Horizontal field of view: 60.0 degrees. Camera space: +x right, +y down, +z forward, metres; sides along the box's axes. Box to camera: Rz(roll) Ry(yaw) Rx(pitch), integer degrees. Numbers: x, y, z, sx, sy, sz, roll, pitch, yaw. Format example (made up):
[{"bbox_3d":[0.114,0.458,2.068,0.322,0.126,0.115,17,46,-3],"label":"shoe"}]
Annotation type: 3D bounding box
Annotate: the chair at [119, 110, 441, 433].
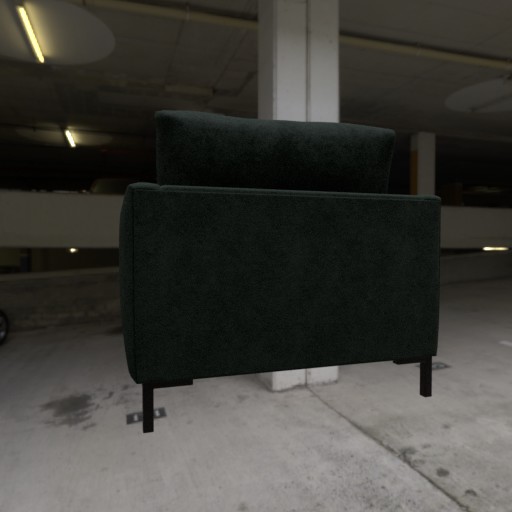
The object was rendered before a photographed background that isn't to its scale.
[{"bbox_3d":[0.000,0.000,1.630,0.963,0.861,0.866,0,2,-18],"label":"chair"}]
